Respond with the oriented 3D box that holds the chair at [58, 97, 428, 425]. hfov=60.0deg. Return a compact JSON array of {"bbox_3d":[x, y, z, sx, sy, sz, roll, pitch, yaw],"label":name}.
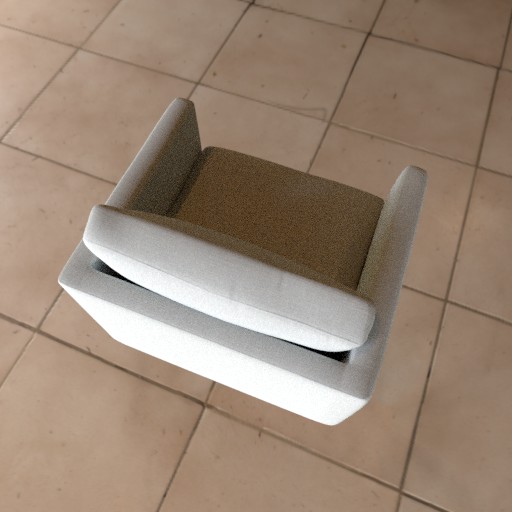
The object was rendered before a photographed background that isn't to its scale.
[{"bbox_3d":[0.000,0.000,1.821,1.107,0.961,0.953,19,65,9],"label":"chair"}]
